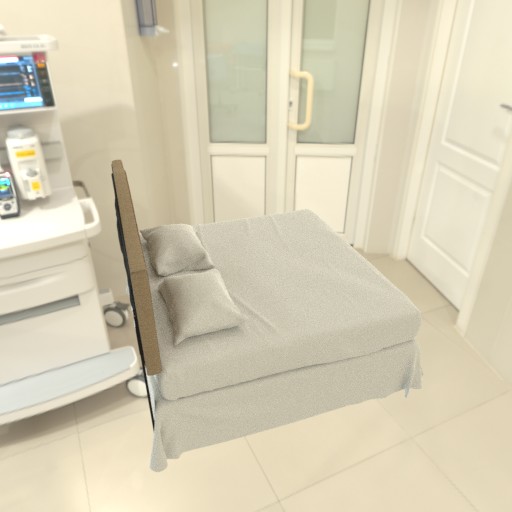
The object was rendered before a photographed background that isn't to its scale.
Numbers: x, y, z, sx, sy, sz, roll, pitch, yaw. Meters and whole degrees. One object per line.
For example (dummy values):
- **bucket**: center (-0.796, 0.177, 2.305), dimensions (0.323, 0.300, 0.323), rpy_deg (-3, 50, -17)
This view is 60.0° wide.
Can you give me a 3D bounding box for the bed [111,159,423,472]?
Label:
- **bed**: center (0.000, 0.000, 3.741), dimensions (2.222, 1.651, 2.311), rpy_deg (-10, 31, -16)
